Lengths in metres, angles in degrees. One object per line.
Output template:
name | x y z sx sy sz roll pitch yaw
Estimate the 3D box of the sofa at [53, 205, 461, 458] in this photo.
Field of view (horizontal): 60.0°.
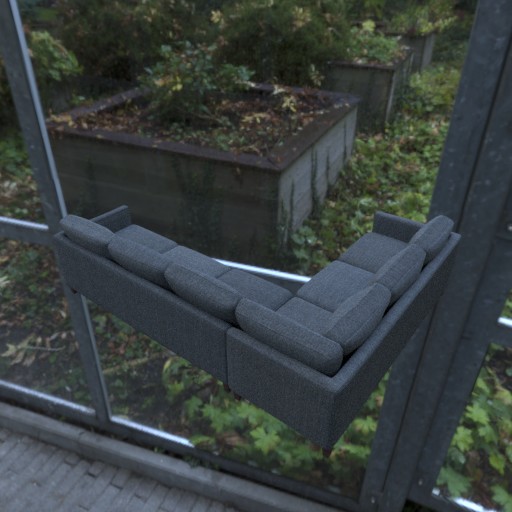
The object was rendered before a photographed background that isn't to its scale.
sofa | 0.000 0.000 4.579 3.302 0.947 2.593 22 38 31
